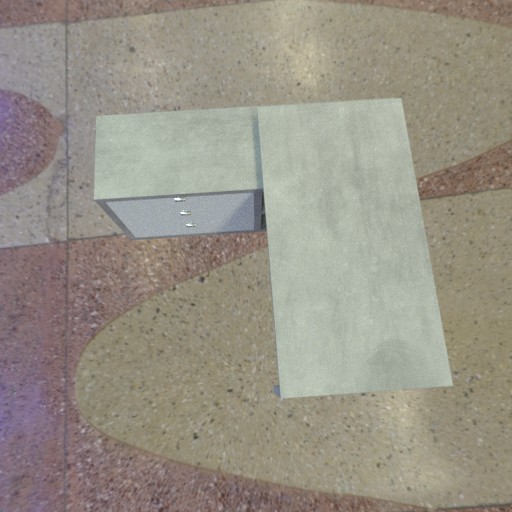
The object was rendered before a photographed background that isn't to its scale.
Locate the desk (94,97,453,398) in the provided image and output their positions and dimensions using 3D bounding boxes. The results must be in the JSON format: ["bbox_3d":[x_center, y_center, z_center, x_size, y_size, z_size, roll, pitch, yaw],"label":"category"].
[{"bbox_3d":[0.000,0.000,2.319,1.500,0.740,1.400,-4,75,-1],"label":"desk"}]
